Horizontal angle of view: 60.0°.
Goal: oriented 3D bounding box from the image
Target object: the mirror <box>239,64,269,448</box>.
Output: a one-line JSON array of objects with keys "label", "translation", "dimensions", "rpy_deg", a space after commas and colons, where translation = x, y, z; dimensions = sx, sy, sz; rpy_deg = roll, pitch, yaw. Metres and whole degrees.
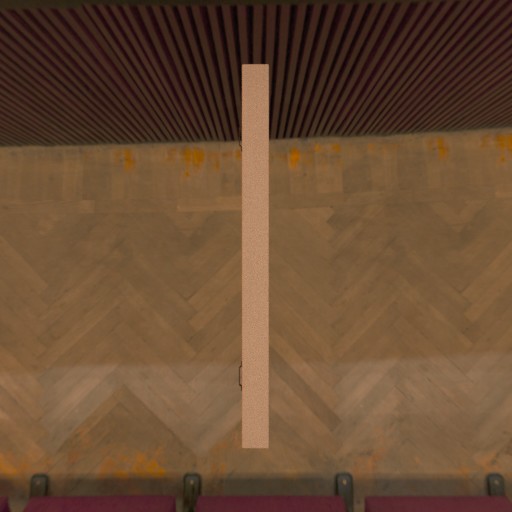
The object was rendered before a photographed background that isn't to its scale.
[{"label": "mirror", "translation": [0.000, 0.000, 0.940], "dimensions": [0.040, 0.710, 0.507], "rpy_deg": [0, 90, 0]}]
